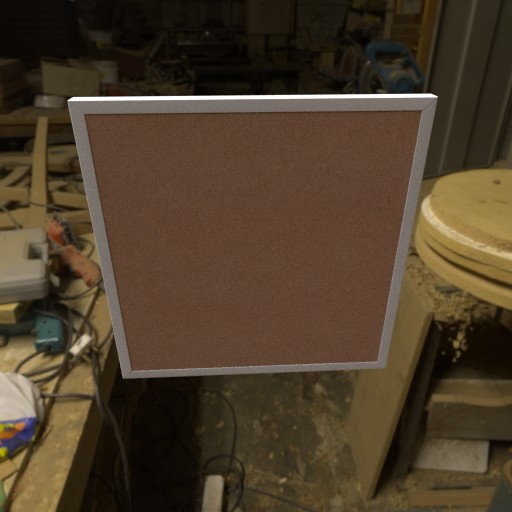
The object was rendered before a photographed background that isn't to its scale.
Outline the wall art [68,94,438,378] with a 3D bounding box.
[{"bbox_3d":[0.000,0.000,1.110,0.760,0.760,0.036,-2,29,-3],"label":"wall art"}]
